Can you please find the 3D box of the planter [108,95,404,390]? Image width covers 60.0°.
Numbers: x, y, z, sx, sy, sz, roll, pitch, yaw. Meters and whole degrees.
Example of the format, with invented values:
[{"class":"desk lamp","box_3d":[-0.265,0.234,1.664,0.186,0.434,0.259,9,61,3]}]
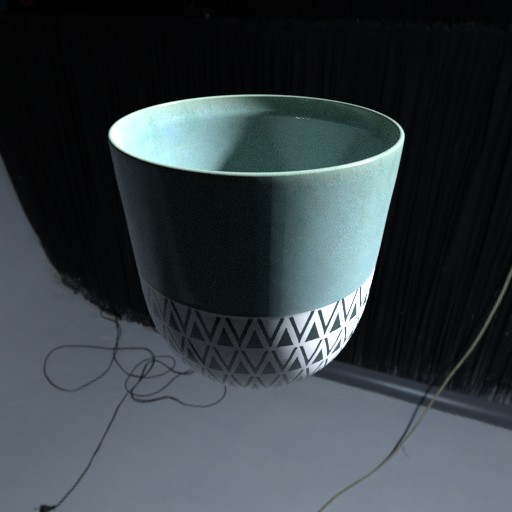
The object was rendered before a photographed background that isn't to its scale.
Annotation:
[{"class":"planter","box_3d":[0.000,0.000,0.362,0.198,0.214,0.198,0,31,0]}]
